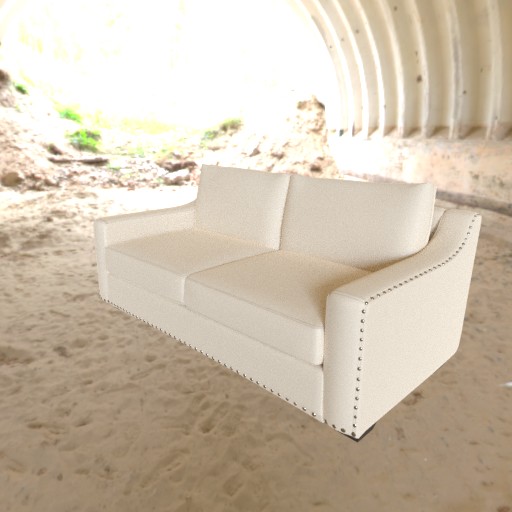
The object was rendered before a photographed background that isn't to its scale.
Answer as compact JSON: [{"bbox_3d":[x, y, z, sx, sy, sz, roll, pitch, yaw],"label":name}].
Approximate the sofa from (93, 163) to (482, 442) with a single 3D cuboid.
[{"bbox_3d":[0.000,0.000,2.273,0.949,0.830,1.812,-15,22,-43],"label":"sofa"}]
